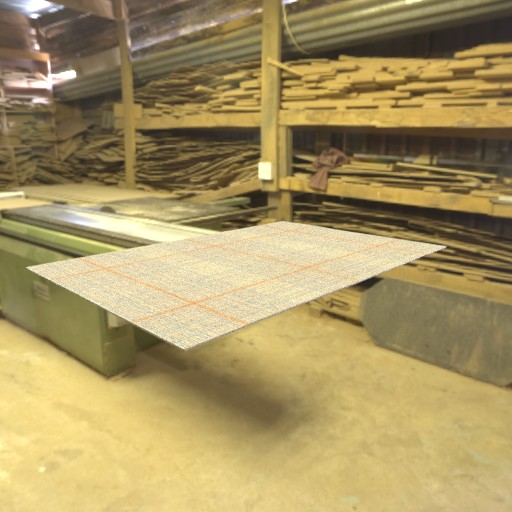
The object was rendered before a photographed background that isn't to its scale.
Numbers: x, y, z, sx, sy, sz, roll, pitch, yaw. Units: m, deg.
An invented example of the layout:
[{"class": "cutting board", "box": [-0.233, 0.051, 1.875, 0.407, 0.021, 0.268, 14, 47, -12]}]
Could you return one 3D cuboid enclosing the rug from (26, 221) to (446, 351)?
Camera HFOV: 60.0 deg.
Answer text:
[{"class": "rug", "box": [0.000, 0.000, 2.287, 1.232, 0.015, 1.825, 13, 19, 43]}]
